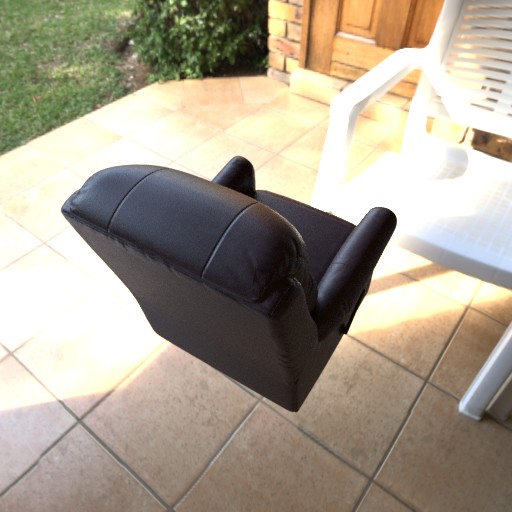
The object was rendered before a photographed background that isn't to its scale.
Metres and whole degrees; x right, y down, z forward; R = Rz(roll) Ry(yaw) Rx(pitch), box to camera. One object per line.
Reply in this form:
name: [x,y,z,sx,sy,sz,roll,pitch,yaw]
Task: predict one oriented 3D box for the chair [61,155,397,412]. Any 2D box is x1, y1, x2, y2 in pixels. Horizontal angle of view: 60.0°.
chair: [0.000,0.000,1.762,0.838,1.054,1.014,24,51,22]
